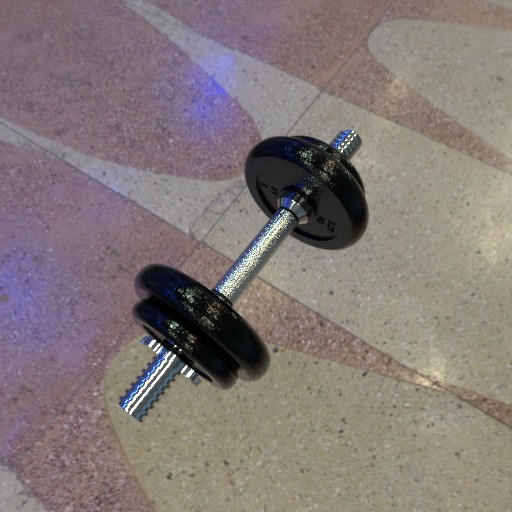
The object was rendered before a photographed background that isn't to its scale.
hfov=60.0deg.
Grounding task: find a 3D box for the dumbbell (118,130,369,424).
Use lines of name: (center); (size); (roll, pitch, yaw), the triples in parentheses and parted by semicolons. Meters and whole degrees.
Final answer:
dumbbell: (0.000, 0.000, 0.598); (0.202, 0.202, 0.497); (33, 69, 15)
